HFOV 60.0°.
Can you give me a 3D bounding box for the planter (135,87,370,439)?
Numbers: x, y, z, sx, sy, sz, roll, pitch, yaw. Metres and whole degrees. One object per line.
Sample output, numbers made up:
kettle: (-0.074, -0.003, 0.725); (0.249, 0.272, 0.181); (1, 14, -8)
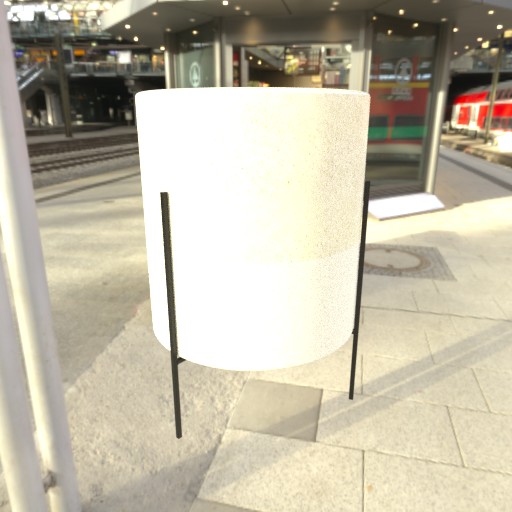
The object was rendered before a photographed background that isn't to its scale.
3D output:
planter: (0.000, 0.000, 0.700); (0.333, 0.483, 0.324); (3, 18, 11)
